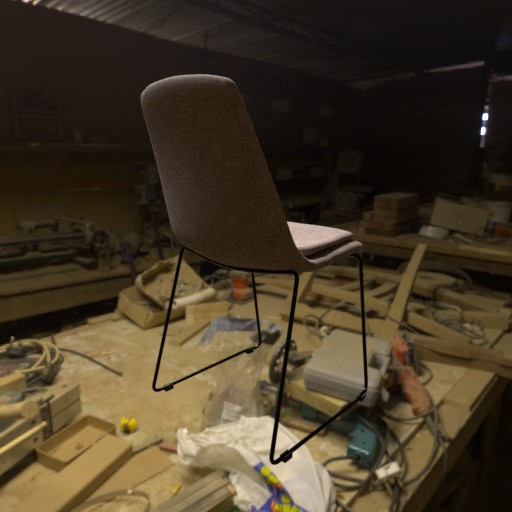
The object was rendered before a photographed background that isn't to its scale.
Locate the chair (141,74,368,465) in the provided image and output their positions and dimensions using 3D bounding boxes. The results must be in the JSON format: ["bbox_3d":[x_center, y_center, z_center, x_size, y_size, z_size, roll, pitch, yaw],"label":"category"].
[{"bbox_3d":[0.000,0.000,1.201,0.479,0.858,0.518,12,18,42],"label":"chair"}]
